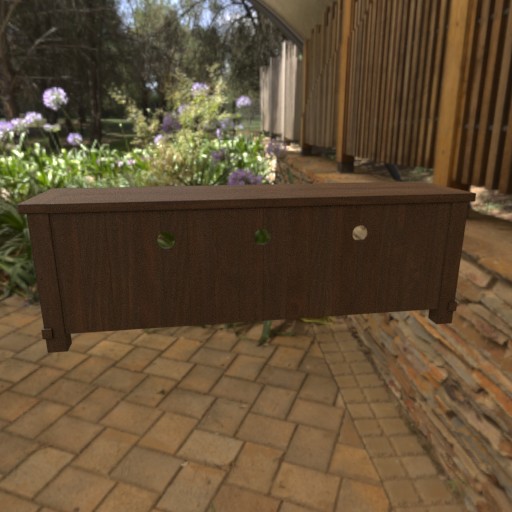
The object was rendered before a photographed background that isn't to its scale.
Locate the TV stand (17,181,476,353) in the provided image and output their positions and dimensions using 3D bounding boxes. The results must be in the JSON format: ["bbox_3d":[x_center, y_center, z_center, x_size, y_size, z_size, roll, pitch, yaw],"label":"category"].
[{"bbox_3d":[0.000,0.000,2.085,1.866,0.615,0.471,-3,16,-9],"label":"TV stand"}]
